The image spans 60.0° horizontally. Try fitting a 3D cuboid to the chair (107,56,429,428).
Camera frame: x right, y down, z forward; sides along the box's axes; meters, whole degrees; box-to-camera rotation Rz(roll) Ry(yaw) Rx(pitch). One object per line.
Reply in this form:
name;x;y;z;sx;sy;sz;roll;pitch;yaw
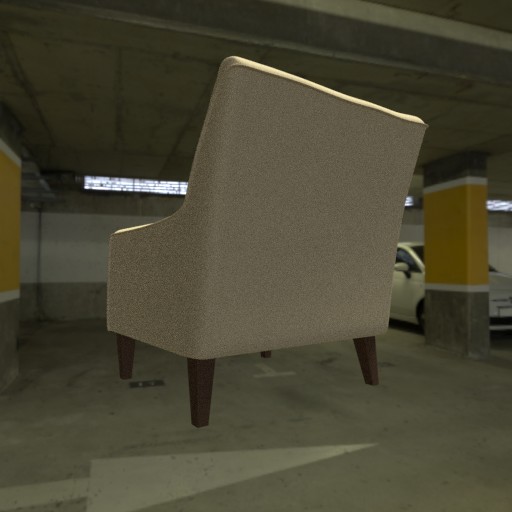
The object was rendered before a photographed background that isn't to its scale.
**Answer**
chair;0.000;0.000;1.581;0.780;0.919;0.899;1;-2;-36
